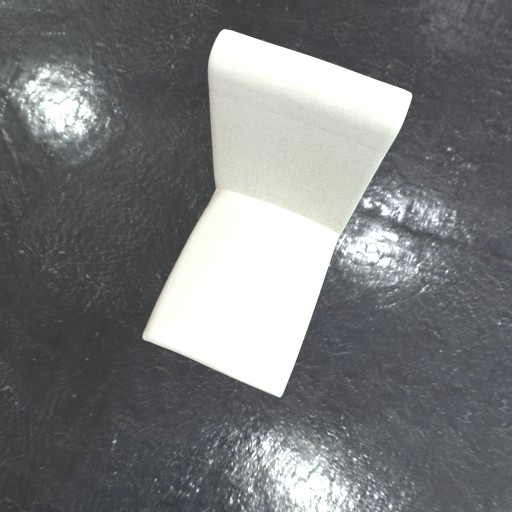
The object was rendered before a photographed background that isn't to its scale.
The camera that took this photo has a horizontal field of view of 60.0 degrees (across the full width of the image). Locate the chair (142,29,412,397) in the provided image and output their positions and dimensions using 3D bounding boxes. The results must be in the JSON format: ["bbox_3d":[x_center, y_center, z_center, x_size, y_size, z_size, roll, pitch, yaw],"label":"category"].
[{"bbox_3d":[0.000,0.000,1.340,0.452,0.976,0.708,22,76,6],"label":"chair"}]
